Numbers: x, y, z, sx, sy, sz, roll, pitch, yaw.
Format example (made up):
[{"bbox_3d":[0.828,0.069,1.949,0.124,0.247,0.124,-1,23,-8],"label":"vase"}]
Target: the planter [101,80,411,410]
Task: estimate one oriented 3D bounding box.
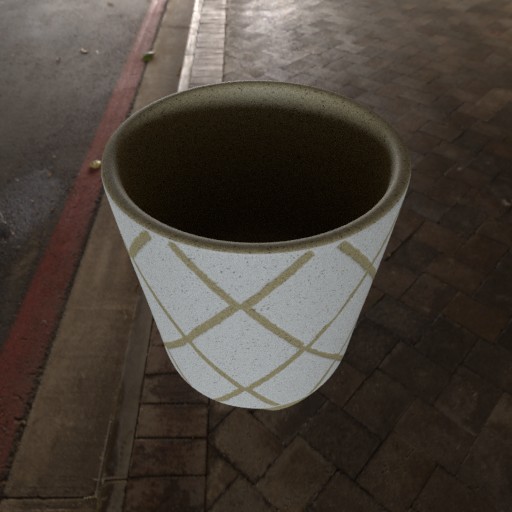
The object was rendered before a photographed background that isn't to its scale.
[{"bbox_3d":[0.000,0.000,0.350,0.191,0.199,0.191,0,46,0],"label":"planter"}]
